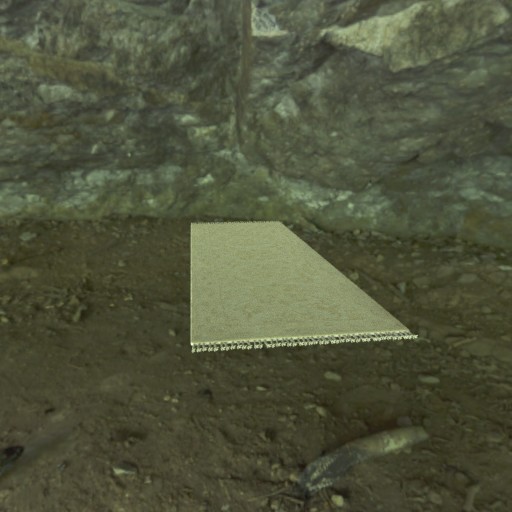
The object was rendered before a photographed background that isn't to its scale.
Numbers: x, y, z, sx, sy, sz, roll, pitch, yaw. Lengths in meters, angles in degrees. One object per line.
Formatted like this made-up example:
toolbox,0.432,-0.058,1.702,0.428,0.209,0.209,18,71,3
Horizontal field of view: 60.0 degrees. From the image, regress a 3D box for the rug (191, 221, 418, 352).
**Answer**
rug,0.000,0.000,2.736,0.795,0.015,2.544,-2,14,-8
